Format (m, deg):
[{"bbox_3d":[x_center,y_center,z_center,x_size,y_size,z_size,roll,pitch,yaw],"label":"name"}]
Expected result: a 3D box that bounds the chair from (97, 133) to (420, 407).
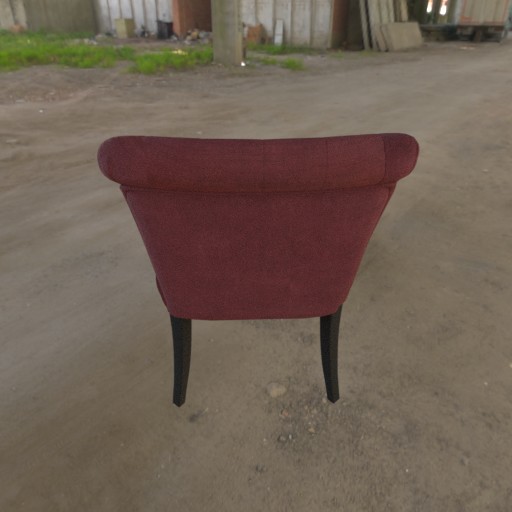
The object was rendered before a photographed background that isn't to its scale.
[{"bbox_3d":[0.000,0.000,1.176,0.582,0.750,0.605,-1,29,-2],"label":"chair"}]
